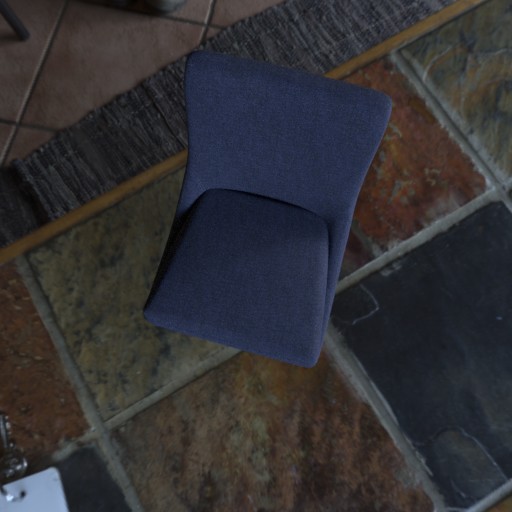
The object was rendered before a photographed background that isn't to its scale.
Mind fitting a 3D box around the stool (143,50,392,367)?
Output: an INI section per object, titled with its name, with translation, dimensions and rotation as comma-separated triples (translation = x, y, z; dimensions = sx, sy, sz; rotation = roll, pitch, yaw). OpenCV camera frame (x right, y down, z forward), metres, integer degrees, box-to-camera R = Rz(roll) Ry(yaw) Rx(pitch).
[stool]
translation = 0.000, 0.000, 1.359
dimensions = 0.489, 1.068, 0.572
rotation = 15, 76, 4
